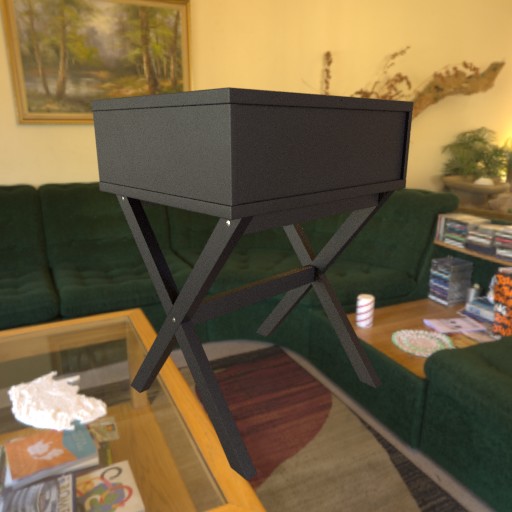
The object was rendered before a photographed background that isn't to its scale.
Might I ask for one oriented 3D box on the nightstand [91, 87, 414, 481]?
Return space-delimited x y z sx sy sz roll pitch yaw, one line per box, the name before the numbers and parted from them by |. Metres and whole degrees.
nightstand | 0.000 0.000 0.942 0.479 0.623 0.402 -15 22 -42
